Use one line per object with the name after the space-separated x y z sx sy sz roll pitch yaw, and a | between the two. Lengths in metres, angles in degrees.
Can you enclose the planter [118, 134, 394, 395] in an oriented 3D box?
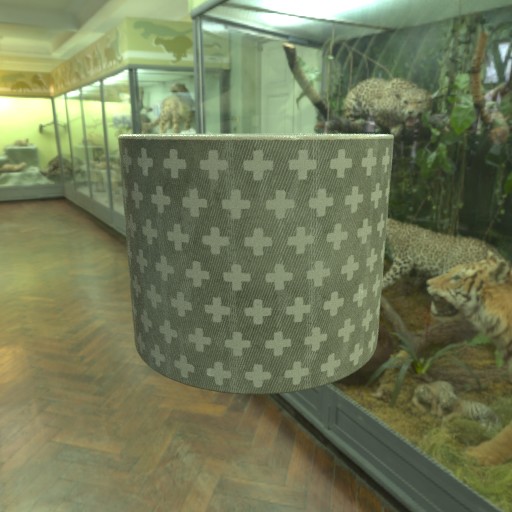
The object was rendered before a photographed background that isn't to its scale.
0.000 0.000 0.343 0.190 0.181 0.190 0 16 0 | planter
